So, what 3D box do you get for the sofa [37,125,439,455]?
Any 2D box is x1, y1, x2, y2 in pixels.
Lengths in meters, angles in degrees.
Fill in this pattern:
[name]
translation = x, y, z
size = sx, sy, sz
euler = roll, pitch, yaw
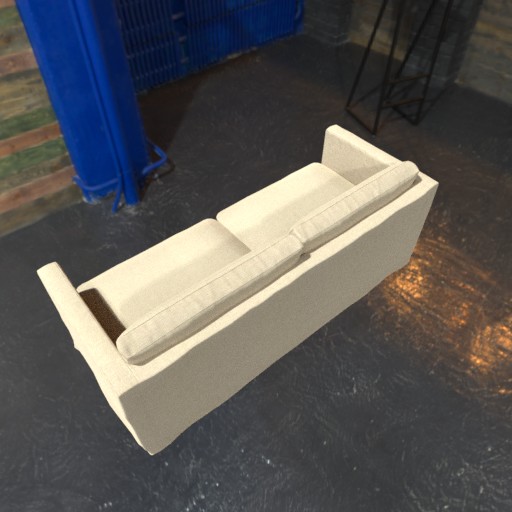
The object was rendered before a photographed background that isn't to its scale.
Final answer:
[sofa]
translation = 0.000, 0.000, 2.799
size = 2.312, 0.853, 0.962
euler = -31, 54, -26
